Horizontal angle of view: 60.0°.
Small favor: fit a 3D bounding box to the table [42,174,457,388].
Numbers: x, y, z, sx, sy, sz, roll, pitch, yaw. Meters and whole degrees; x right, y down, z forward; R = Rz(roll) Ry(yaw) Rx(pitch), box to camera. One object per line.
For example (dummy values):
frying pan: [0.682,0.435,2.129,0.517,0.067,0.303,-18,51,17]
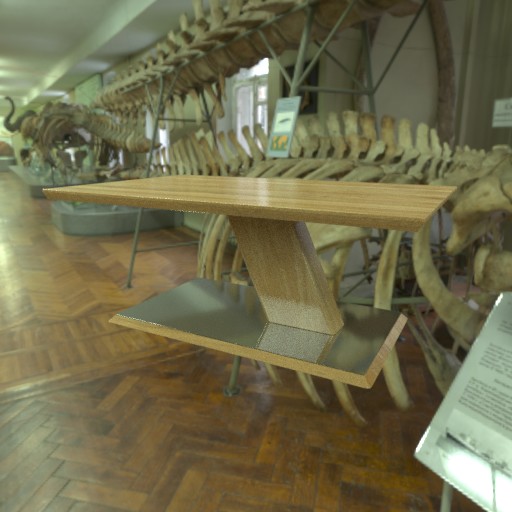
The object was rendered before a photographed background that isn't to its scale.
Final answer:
table: [0.000,0.000,1.440,1.100,0.441,0.692,8,16,27]
